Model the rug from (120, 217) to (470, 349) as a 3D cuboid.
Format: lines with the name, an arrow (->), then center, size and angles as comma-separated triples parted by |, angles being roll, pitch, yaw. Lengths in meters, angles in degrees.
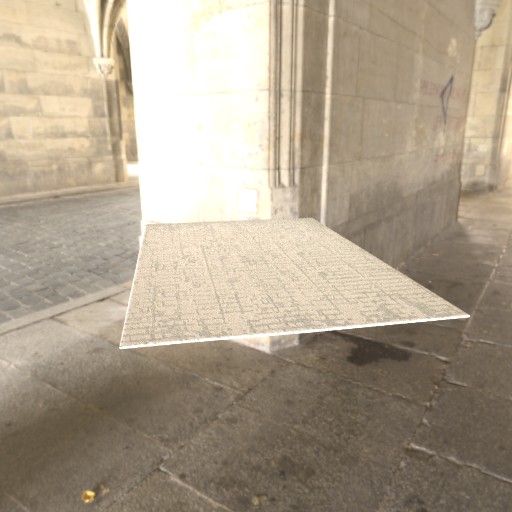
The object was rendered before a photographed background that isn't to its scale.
rug -> 0.000, 0.000, 2.330 | 1.211, 0.007, 1.827 | -3, 17, -11
